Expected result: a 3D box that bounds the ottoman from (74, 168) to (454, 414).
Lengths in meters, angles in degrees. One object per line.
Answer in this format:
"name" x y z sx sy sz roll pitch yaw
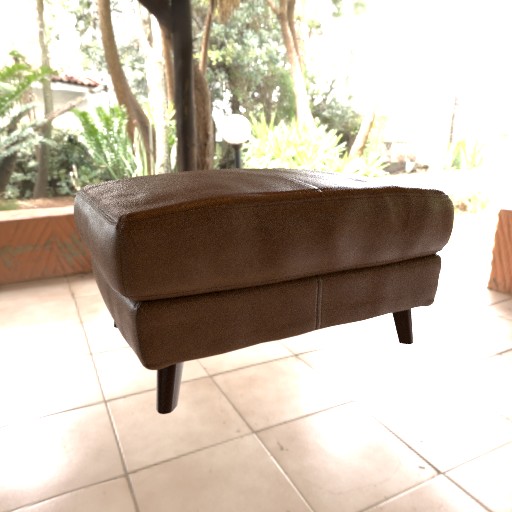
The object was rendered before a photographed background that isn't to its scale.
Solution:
"ottoman" 0.000 0.000 1.220 0.869 0.461 0.630 -8 17 -27
